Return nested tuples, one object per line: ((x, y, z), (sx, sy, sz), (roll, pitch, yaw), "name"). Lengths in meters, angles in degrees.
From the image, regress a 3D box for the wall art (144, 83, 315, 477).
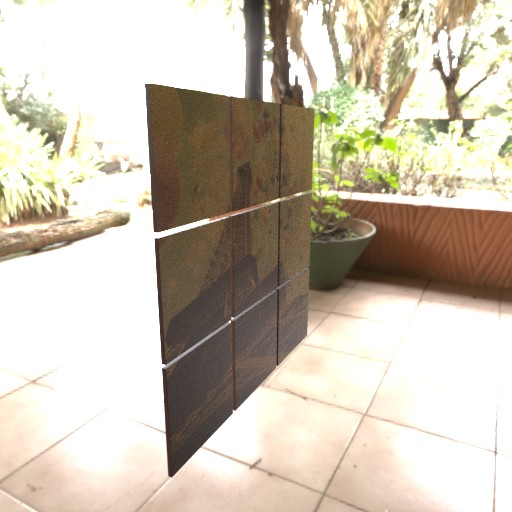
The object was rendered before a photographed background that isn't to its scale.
((0.000, 0.000, 1.872), (0.017, 1.246, 1.256), (8, 17, 26), "wall art")
